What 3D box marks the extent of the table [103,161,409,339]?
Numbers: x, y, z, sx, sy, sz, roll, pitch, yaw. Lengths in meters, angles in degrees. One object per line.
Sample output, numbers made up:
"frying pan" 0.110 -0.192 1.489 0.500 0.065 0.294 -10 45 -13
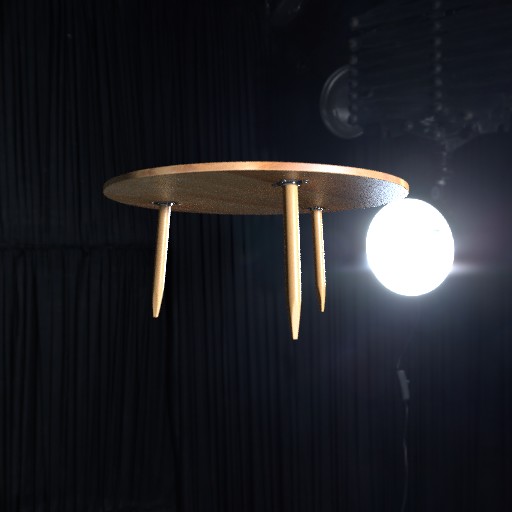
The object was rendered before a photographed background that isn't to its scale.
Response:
"table" 0.000 0.000 1.380 0.900 0.400 0.900 0 -1 0
